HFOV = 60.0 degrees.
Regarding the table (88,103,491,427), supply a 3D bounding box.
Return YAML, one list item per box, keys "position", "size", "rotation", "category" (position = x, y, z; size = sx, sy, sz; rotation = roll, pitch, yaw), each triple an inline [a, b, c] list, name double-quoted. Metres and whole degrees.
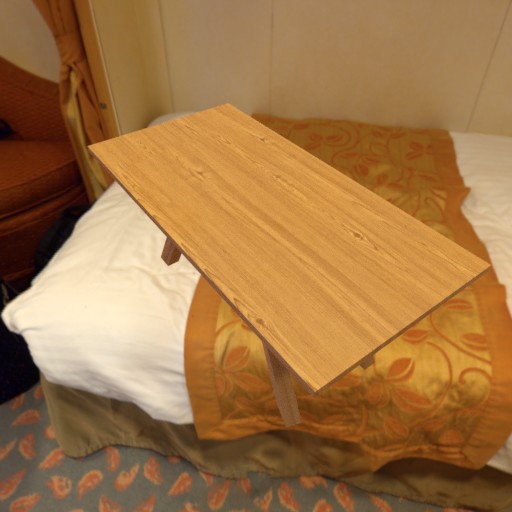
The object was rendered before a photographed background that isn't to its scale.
- position: [0.000, 0.000, 2.276]
  size: [0.901, 0.750, 1.797]
  rotation: [-27, 49, -26]
  category: "table"
